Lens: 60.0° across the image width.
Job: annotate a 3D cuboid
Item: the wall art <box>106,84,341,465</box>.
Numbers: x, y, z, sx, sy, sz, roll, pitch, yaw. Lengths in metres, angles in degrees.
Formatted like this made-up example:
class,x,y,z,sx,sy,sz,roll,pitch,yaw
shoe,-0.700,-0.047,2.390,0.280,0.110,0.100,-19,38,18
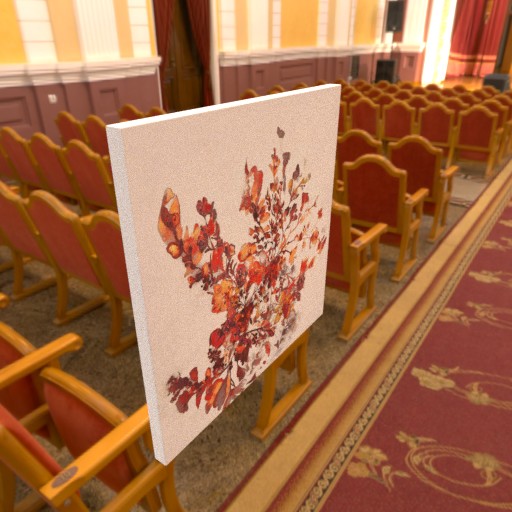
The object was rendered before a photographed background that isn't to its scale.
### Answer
class,x,y,z,sx,sy,sz,roll,pitch,yaw
wall art,0.000,0.000,1.126,0.037,0.757,0.757,18,32,31
